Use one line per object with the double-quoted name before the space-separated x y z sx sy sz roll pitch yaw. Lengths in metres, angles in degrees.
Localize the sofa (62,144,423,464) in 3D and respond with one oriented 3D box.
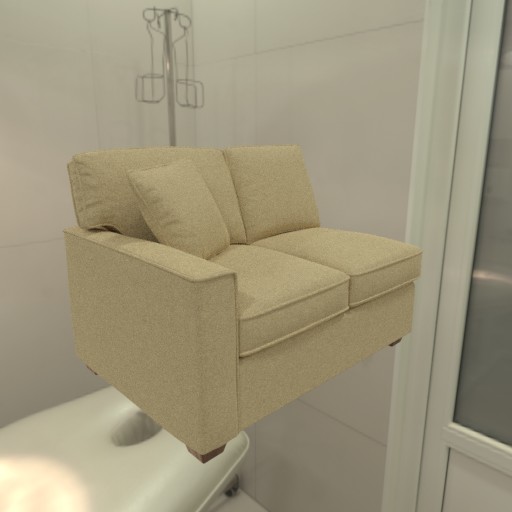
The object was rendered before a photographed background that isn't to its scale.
"sofa" 0.000 0.000 2.042 1.388 0.989 0.991 -14 20 -42
